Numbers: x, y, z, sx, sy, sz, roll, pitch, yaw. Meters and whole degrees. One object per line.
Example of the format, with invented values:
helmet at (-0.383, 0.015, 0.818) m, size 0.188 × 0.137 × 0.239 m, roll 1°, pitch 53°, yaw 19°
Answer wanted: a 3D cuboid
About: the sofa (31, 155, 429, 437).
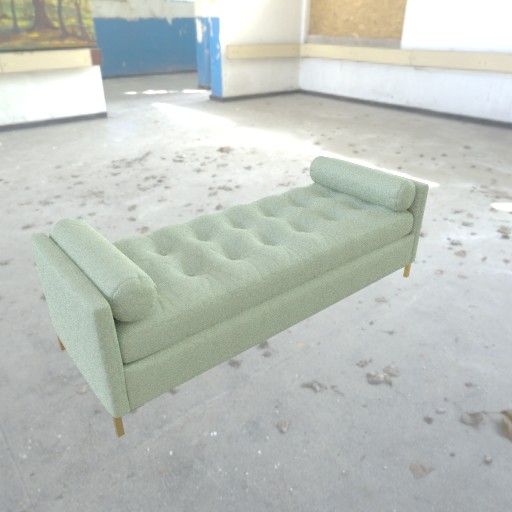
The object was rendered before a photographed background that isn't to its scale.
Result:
sofa at (0.000, 0.000, 2.492) m, size 2.102 × 0.705 × 0.796 m, roll -21°, pitch 35°, yaw -34°
